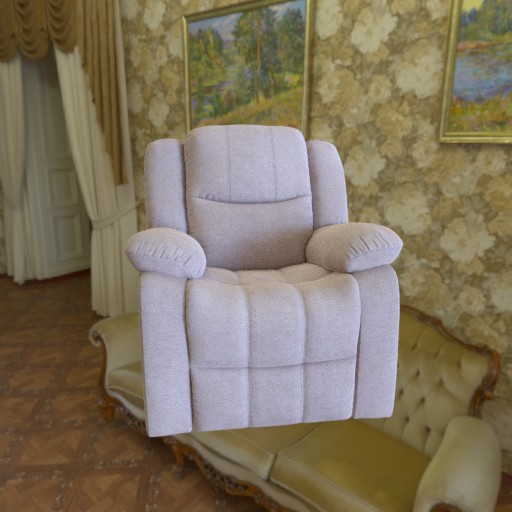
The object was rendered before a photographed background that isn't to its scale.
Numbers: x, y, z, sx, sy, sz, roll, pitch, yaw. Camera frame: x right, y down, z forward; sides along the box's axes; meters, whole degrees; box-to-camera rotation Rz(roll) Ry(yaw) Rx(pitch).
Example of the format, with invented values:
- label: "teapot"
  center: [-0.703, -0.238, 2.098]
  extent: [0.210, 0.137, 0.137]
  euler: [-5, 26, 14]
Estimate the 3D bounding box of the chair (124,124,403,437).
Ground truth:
- label: "chair"
  center: [0.000, 0.000, 1.721]
  extent: [0.899, 1.008, 0.944]
  euler: [-2, 14, -7]
